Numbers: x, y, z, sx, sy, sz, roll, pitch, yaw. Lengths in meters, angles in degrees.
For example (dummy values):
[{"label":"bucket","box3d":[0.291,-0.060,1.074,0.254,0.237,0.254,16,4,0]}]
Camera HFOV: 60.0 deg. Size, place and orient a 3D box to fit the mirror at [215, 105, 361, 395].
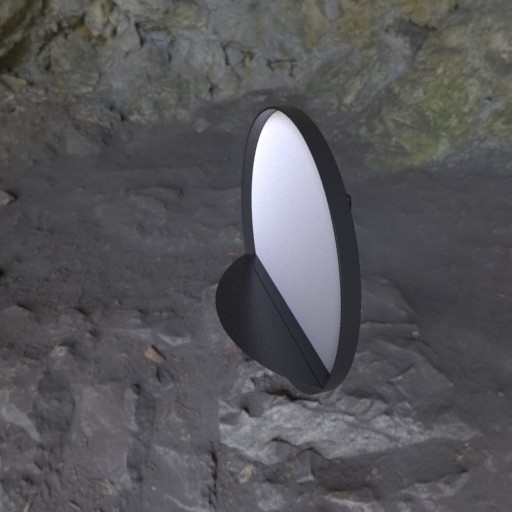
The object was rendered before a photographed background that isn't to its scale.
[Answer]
[{"label":"mirror","box3d":[0.000,0.000,0.720,0.133,0.457,0.457,-9,31,-15]}]
